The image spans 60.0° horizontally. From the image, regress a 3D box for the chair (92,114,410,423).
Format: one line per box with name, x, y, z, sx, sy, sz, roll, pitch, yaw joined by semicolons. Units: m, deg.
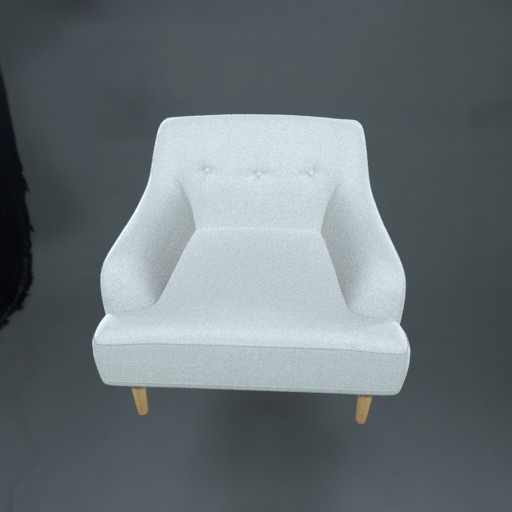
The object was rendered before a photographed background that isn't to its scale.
chair;0.000;0.000;1.642;0.946;0.818;0.951;1;31;2
